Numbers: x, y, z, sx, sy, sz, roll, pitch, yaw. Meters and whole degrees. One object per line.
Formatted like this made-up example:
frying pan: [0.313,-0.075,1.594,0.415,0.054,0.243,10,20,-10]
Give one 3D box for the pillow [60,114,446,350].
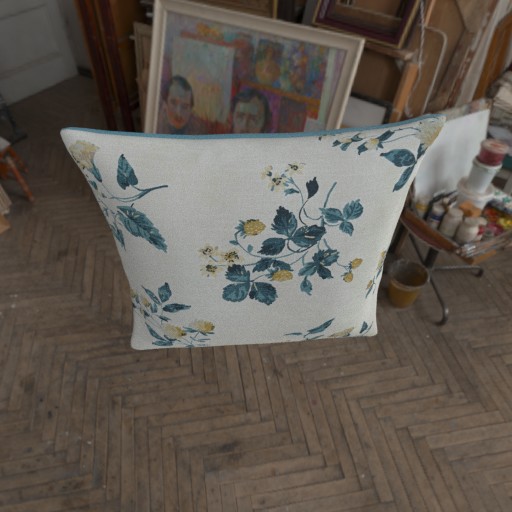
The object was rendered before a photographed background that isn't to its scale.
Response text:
pillow: [0.000,0.000,0.774,0.526,0.507,0.166,-3,45,-3]
